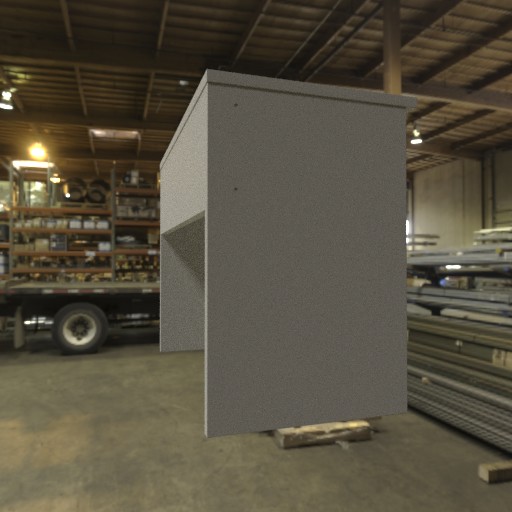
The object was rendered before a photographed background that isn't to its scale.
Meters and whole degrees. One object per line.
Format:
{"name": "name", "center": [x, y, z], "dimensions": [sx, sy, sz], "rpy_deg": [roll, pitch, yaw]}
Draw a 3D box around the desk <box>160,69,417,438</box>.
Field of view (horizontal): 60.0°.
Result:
{"name": "desk", "center": [0.000, 0.000, 1.379], "dimensions": [0.498, 0.729, 0.900], "rpy_deg": [0, -1, -18]}
